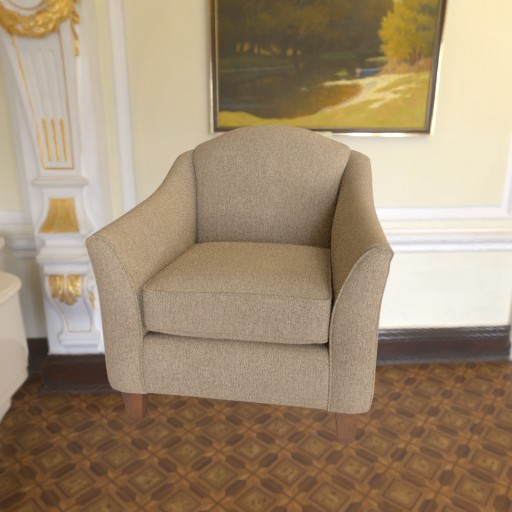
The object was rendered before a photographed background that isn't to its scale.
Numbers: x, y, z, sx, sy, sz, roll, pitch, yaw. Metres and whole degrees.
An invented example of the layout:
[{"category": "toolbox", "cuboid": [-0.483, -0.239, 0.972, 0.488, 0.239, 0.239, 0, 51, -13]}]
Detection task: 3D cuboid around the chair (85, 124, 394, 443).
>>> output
[{"category": "chair", "cuboid": [0.000, 0.000, 1.451, 0.763, 0.839, 0.787, 2, 16, 9]}]
